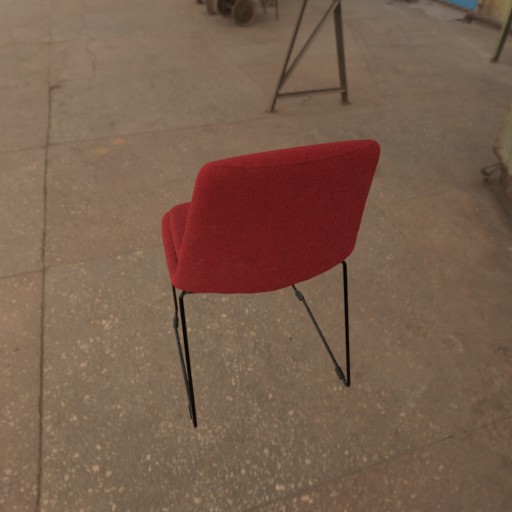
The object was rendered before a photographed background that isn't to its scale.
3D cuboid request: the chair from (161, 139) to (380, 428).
[{"bbox_3d":[0.000,0.000,1.148,0.479,0.858,0.518,-11,42,-12],"label":"chair"}]
